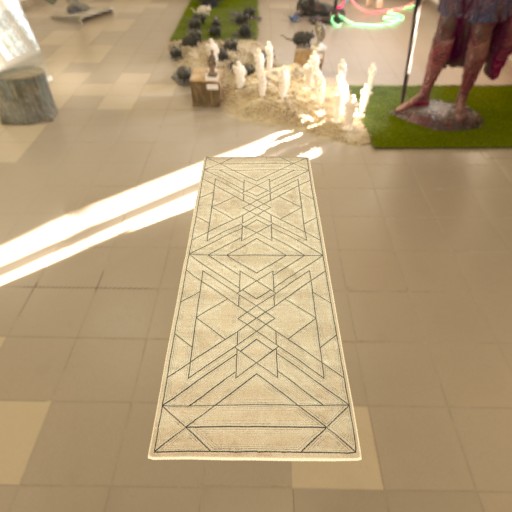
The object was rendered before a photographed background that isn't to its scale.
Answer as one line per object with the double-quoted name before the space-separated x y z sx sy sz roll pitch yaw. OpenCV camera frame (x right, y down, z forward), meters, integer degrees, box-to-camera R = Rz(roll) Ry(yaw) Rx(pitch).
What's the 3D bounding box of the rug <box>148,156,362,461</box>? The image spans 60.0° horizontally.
"rug" 0.000 0.000 2.600 0.831 0.036 2.381 0 41 0
